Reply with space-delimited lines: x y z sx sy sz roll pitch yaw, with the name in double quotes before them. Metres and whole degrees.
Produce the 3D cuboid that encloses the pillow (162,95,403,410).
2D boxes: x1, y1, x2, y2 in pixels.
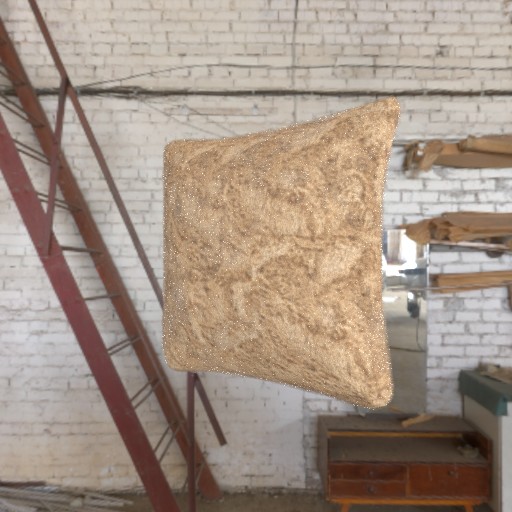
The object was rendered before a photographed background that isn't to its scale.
"pillow" 0.000 0.000 0.842 0.538 0.525 0.216 0 0 36
